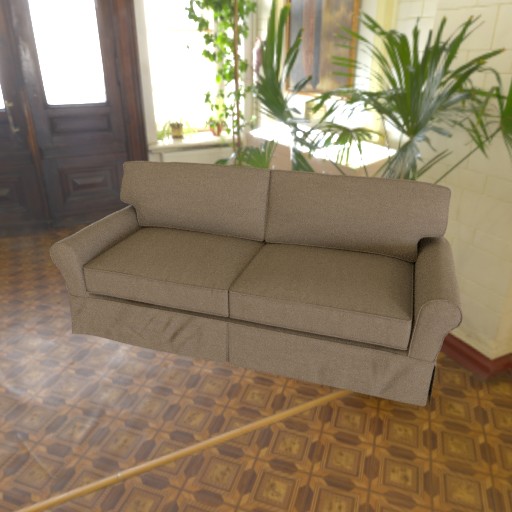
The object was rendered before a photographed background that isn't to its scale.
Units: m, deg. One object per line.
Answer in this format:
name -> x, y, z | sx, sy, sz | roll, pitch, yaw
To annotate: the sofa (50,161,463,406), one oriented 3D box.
sofa -> 0.000, 0.000, 2.691 | 2.248, 0.943, 0.991 | 8, 26, 16
